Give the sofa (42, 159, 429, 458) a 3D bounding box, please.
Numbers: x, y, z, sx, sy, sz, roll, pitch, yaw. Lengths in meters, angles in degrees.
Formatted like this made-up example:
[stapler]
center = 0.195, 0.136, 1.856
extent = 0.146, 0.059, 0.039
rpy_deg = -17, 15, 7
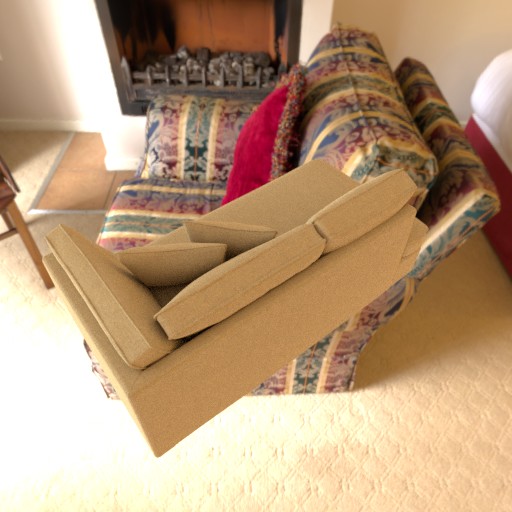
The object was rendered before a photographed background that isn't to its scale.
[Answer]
[sofa]
center = 0.000, 0.000, 2.865
extent = 2.237, 1.033, 1.110
rpy_deg = -30, 54, -25
